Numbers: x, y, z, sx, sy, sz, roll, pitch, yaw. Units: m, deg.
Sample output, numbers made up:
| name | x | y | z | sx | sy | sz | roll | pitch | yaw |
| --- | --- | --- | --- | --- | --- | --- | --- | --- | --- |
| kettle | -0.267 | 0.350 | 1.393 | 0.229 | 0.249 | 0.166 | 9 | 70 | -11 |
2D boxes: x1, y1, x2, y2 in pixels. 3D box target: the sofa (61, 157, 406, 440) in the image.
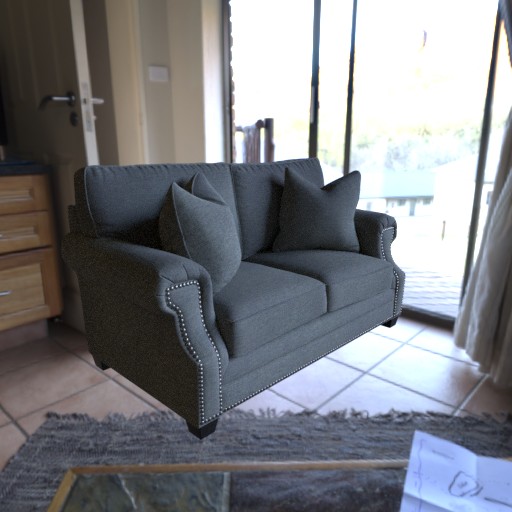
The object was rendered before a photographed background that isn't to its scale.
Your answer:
| name | x | y | z | sx | sy | sz | roll | pitch | yaw |
| --- | --- | --- | --- | --- | --- | --- | --- | --- | --- |
| sofa | 0.000 | 0.000 | 2.319 | 0.966 | 0.966 | 1.701 | 14 | 20 | 43 |
